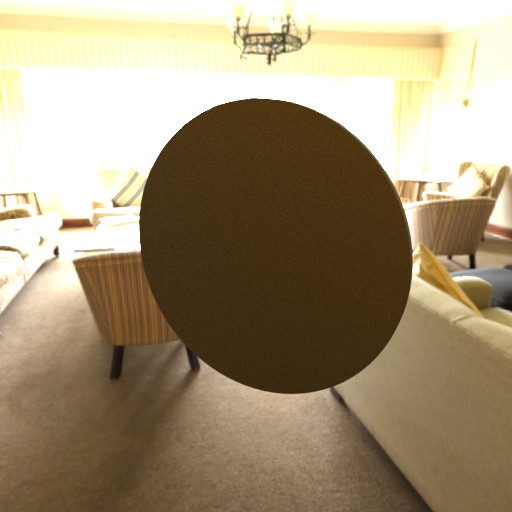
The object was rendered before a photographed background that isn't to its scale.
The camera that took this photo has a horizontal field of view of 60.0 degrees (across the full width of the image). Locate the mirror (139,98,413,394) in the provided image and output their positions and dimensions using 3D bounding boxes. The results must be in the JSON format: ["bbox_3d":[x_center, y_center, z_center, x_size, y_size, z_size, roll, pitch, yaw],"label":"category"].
[{"bbox_3d":[0.000,0.000,1.603,1.077,1.077,0.036,8,18,27],"label":"mirror"}]
